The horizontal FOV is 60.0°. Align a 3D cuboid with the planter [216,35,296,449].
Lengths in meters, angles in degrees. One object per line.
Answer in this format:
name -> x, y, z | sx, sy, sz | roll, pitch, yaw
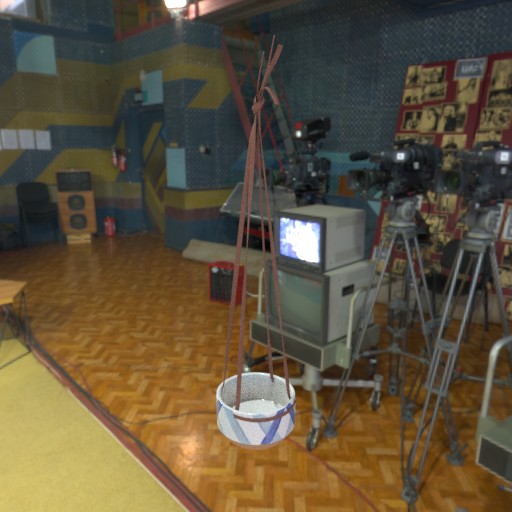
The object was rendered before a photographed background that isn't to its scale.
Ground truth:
planter -> 0.000, 0.000, 0.844 | 0.166, 0.751, 0.166 | 2, 14, 8
